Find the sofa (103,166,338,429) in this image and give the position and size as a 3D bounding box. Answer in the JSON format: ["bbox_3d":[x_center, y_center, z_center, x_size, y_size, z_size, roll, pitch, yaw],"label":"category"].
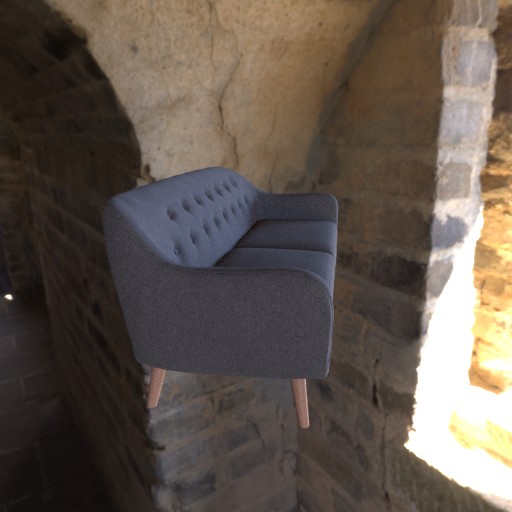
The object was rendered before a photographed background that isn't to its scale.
[{"bbox_3d":[0.000,0.000,2.273,0.820,0.820,1.840,3,16,11],"label":"sofa"}]
